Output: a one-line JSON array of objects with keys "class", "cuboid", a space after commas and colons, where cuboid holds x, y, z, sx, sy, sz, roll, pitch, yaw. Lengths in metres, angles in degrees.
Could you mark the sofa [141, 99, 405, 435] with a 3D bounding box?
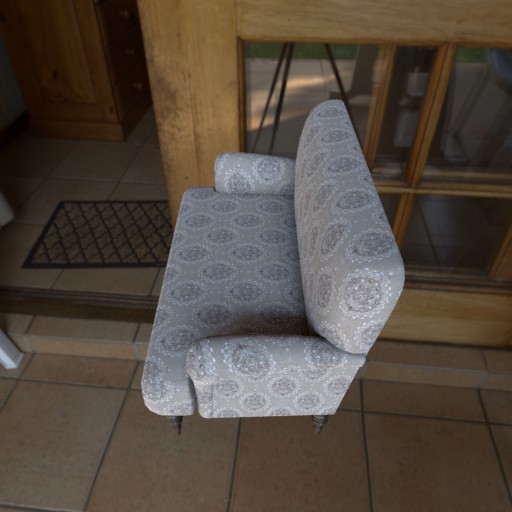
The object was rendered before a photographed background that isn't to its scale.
[{"class": "sofa", "cuboid": [0.000, 0.000, 1.839, 0.779, 0.889, 1.297, 0, 41, 0]}]
